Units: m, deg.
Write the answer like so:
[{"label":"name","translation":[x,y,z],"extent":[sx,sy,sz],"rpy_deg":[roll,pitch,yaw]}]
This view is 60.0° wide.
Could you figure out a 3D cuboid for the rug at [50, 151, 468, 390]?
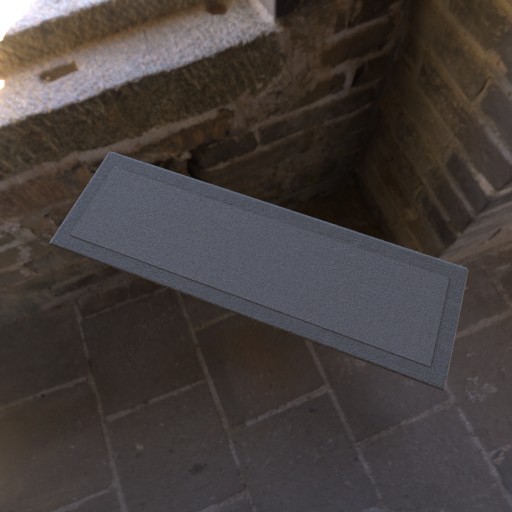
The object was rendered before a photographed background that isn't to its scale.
[{"label":"rug","translation":[0.000,0.000,2.684],"extent":[2.430,0.012,0.759],"rpy_deg":[19,66,9]}]
